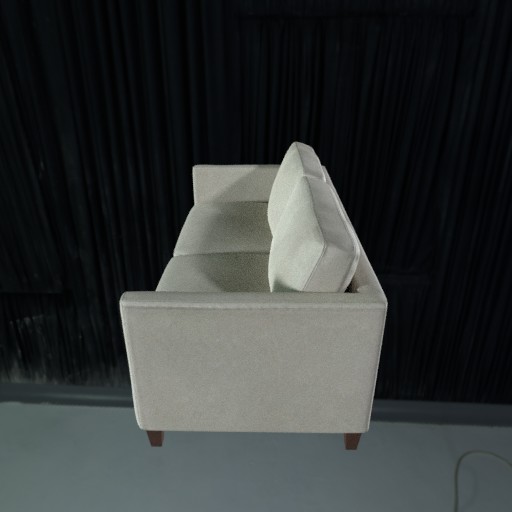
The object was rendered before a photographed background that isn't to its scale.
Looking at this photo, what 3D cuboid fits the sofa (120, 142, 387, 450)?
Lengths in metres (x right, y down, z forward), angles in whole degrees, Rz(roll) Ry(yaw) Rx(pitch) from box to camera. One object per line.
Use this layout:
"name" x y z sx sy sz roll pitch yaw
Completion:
"sofa" 0.000 0.000 2.423 0.950 0.940 1.846 0 26 1
